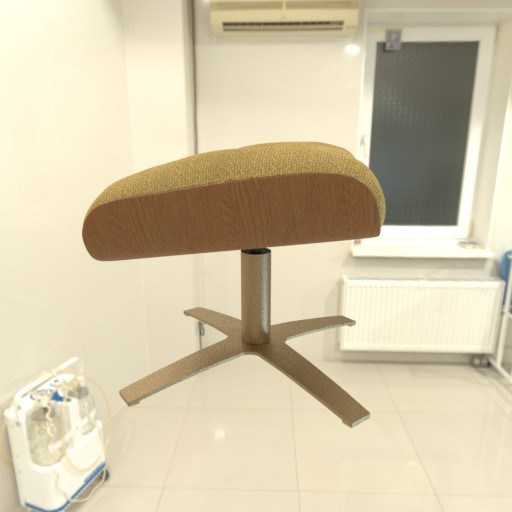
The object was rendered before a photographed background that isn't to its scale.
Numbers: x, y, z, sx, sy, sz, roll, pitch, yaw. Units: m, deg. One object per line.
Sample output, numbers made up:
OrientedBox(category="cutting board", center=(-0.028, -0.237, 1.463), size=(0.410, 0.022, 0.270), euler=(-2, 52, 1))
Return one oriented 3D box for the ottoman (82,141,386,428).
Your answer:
OrientedBox(category="ottoman", center=(0.000, 0.000, 0.794), size=(0.394, 0.391, 0.520), euler=(2, 16, 8))
